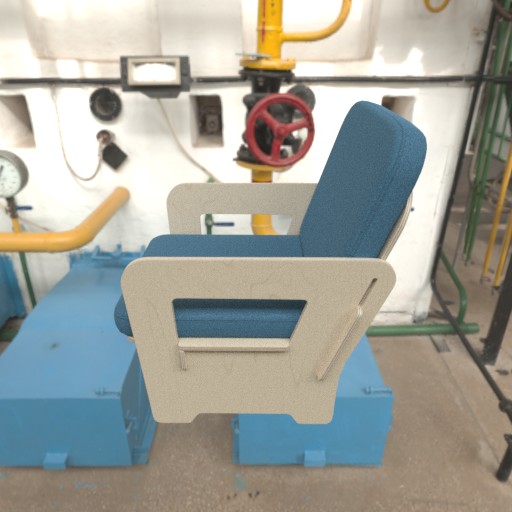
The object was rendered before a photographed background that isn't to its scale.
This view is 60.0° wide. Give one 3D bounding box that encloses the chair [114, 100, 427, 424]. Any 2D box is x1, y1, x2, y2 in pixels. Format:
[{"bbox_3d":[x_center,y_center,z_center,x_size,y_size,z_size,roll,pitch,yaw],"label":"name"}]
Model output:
[{"bbox_3d":[0.000,0.000,1.172,0.657,0.747,0.547,0,26,0],"label":"chair"}]
